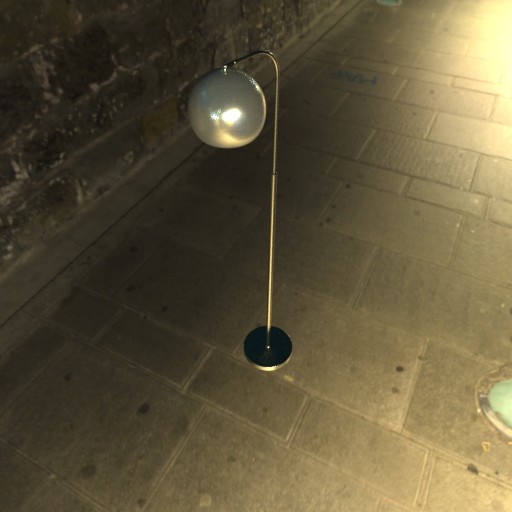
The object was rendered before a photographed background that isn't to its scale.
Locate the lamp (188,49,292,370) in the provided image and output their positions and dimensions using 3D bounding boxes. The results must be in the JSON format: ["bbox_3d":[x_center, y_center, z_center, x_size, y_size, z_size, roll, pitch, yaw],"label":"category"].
[{"bbox_3d":[0.000,0.000,1.689,0.250,1.526,0.431,33,55,28],"label":"lamp"}]
